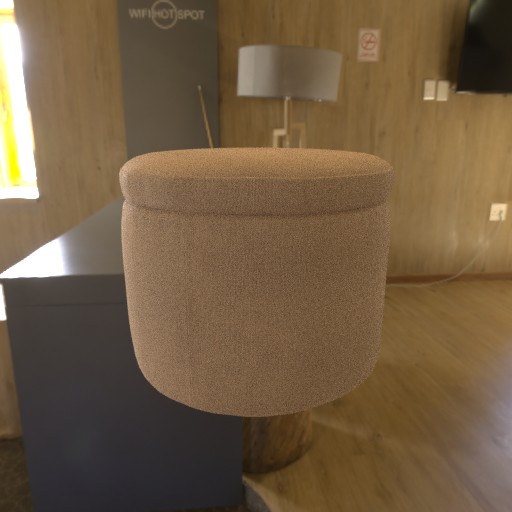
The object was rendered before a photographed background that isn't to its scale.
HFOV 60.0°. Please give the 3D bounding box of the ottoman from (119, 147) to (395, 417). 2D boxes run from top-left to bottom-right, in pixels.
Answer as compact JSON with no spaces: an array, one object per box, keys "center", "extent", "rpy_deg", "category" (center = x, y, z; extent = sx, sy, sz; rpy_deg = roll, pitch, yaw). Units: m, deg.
[{"center":[0.000,0.000,0.869],"extent":[0.497,0.409,0.497],"rpy_deg":[0,15,0],"category":"ottoman"}]
